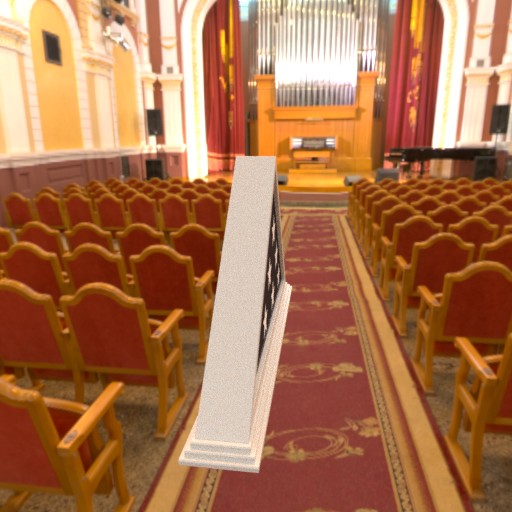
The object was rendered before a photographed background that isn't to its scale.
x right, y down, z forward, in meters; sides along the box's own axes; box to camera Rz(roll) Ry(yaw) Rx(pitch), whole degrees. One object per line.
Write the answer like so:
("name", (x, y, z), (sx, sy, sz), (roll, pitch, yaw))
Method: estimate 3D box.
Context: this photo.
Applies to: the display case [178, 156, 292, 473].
("display case", (0.000, 0.000, 0.775), (0.095, 0.340, 0.640), (2, 15, 8))
